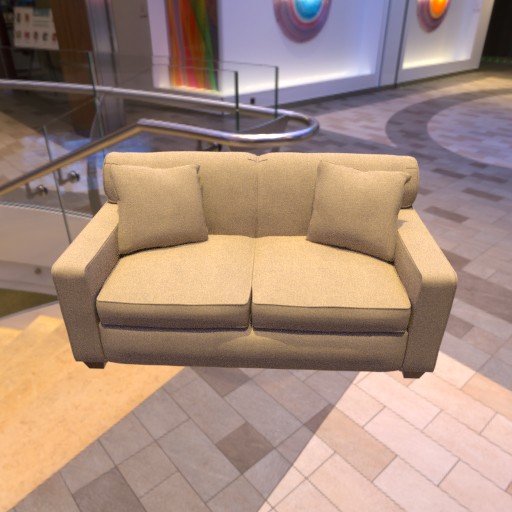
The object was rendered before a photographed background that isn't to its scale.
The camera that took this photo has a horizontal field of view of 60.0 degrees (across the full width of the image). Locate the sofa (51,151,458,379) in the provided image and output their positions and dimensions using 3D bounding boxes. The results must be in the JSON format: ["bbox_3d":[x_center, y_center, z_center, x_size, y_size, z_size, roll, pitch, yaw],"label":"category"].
[{"bbox_3d":[0.000,0.000,2.450,1.846,0.958,0.998,1,30,2],"label":"sofa"}]
